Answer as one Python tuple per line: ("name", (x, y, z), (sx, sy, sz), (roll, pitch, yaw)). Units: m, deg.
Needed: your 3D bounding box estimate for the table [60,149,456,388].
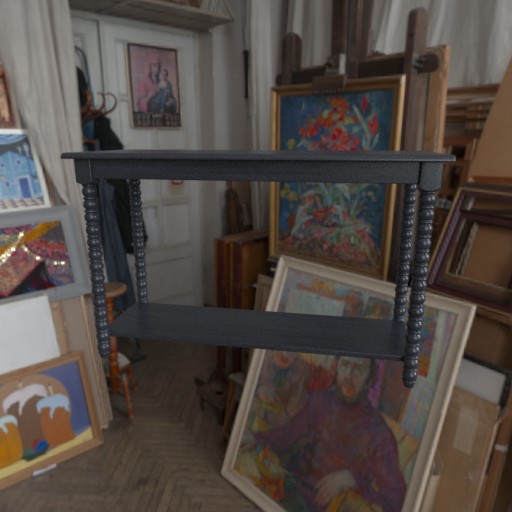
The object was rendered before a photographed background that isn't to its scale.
("table", (0.000, 0.000, 1.604), (1.184, 0.735, 0.459), (3, 15, 10))
